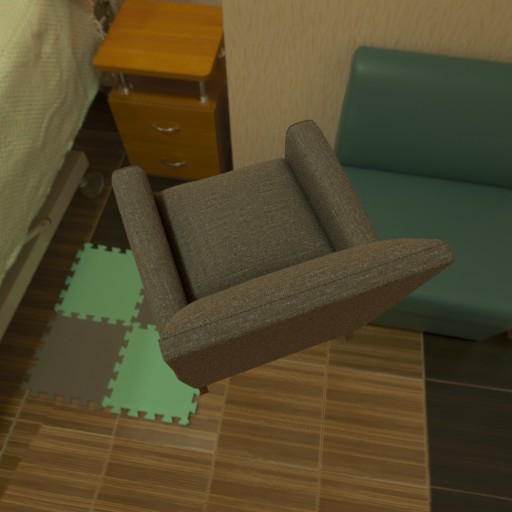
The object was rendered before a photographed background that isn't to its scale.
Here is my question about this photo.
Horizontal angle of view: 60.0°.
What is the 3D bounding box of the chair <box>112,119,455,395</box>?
[{"bbox_3d":[0.000,0.000,1.635,0.838,0.885,0.875,-18,60,-11],"label":"chair"}]
